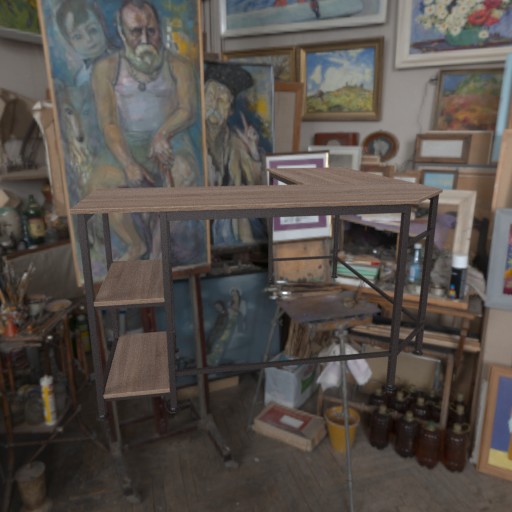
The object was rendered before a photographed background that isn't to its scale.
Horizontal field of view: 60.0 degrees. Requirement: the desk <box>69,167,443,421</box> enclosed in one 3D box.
[{"bbox_3d":[0.000,0.000,2.193,1.379,0.739,1.379,-3,16,-10],"label":"desk"}]
